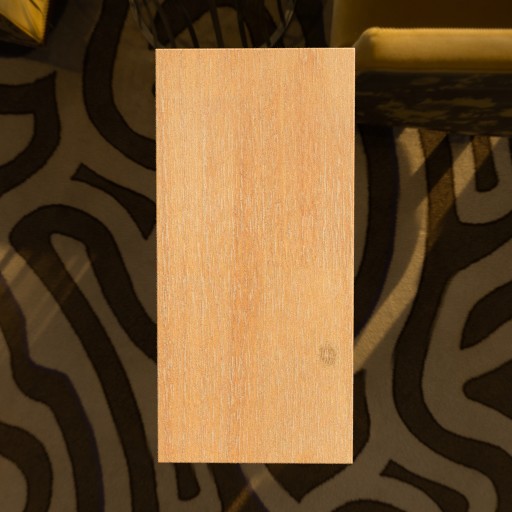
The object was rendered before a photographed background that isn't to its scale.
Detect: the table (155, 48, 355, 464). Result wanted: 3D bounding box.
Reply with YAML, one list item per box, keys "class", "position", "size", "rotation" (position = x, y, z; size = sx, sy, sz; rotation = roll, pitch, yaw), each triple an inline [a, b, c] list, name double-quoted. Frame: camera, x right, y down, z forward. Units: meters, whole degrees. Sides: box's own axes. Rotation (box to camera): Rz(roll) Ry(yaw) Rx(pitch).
- class: "table"
  position: [0.000, 0.000, 1.314]
  size: [0.483, 0.457, 1.016]
  rotation: [0, 91, 1]
